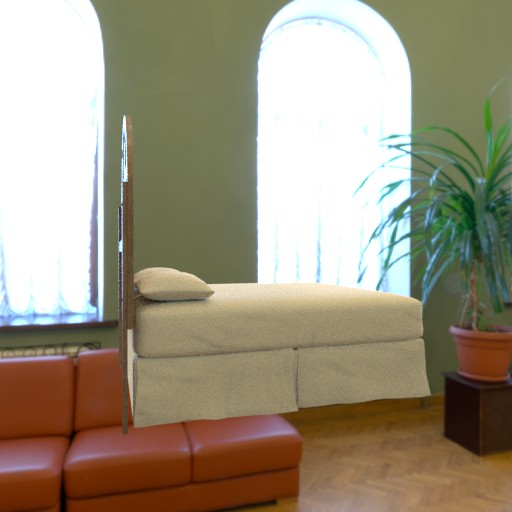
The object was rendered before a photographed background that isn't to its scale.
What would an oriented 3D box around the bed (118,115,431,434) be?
[{"bbox_3d":[0.000,0.000,3.592,2.112,2.002,1.713,0,1,-18],"label":"bed"}]
